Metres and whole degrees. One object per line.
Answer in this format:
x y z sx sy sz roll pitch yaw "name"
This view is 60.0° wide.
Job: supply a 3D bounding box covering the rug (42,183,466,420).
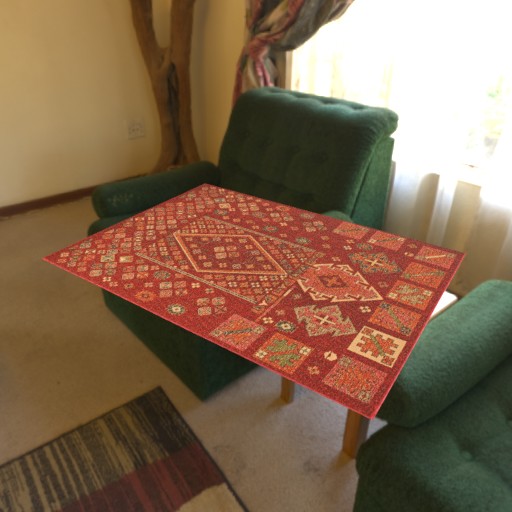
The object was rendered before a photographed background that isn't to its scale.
0.000 0.000 4.264 3.306 0.011 2.389 19 35 29 "rug"
